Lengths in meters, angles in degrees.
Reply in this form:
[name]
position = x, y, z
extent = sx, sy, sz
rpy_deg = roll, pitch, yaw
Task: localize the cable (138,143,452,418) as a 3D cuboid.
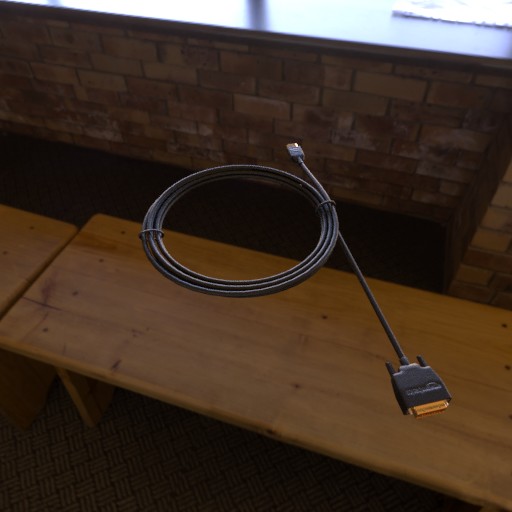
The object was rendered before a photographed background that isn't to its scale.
[cable]
position = 0.000, 0.000, 0.503
extent = 0.257, 0.030, 0.422
rpy_deg = -9, 47, -9
